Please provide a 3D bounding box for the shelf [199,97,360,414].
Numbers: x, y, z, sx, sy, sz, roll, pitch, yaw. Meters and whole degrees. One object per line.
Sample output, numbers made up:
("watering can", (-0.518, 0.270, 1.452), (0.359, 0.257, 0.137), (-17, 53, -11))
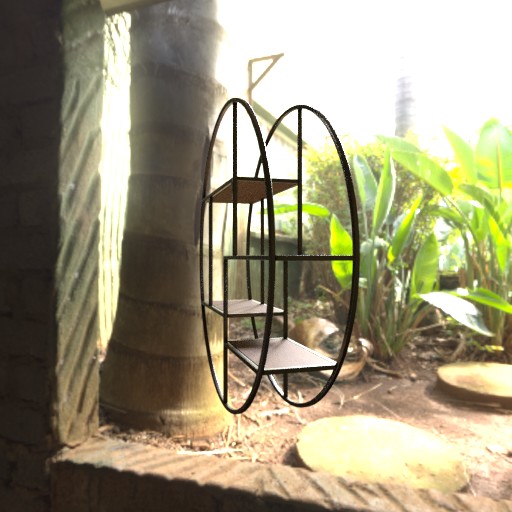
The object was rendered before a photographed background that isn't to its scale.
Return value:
("shelf", (0.000, 0.000, 1.339), (0.202, 0.888, 0.888), (0, 0, -16))
